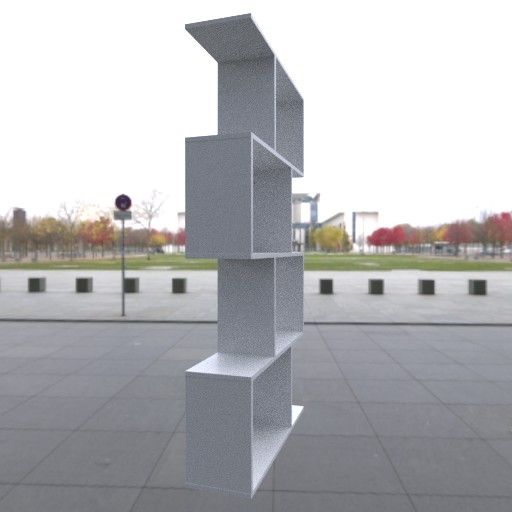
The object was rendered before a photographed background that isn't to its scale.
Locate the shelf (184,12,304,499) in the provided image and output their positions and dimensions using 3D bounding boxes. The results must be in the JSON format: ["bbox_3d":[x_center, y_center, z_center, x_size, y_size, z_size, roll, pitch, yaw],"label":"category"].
[{"bbox_3d":[0.000,0.000,1.964,0.250,1.650,0.890,0,1,18],"label":"shelf"}]
